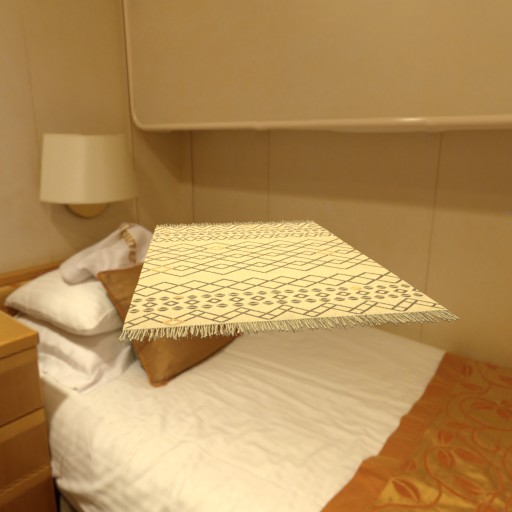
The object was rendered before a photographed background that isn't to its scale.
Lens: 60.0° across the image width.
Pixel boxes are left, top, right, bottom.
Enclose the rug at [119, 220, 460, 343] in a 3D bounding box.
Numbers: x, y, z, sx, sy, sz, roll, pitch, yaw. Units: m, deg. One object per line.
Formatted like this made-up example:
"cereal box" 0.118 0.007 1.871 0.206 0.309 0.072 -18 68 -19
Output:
"rug" 0.000 0.000 3.051 1.495 0.035 2.472 -2 15 -8
